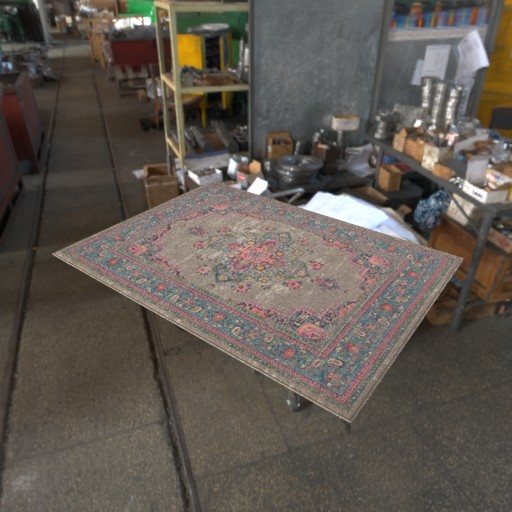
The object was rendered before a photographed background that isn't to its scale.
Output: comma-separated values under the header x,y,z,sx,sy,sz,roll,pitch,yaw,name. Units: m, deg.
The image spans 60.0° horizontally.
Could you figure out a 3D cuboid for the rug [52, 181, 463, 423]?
x,y,z,sx,sy,sz,roll,pitch,yaw,name
0.000,0.000,2.940,2.214,0.013,1.609,22,38,31,rug
